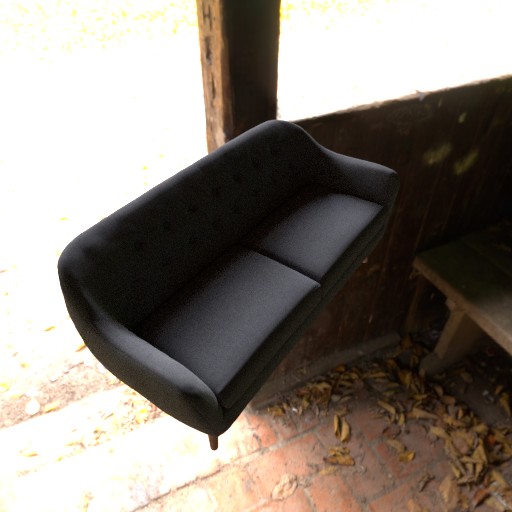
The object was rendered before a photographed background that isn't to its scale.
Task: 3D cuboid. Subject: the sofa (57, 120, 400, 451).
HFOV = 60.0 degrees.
[{"bbox_3d":[0.000,0.000,2.284,0.820,0.820,1.840,25,47,26],"label":"sofa"}]
